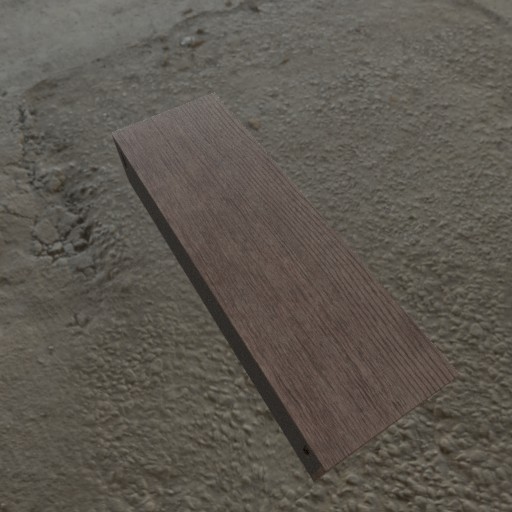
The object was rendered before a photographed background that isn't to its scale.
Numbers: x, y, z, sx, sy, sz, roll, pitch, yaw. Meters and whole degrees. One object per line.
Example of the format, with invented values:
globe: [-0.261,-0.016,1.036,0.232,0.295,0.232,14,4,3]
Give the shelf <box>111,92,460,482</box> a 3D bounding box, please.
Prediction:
shelf: [0.000,0.000,0.694,0.200,0.125,0.610,-28,62,-16]
